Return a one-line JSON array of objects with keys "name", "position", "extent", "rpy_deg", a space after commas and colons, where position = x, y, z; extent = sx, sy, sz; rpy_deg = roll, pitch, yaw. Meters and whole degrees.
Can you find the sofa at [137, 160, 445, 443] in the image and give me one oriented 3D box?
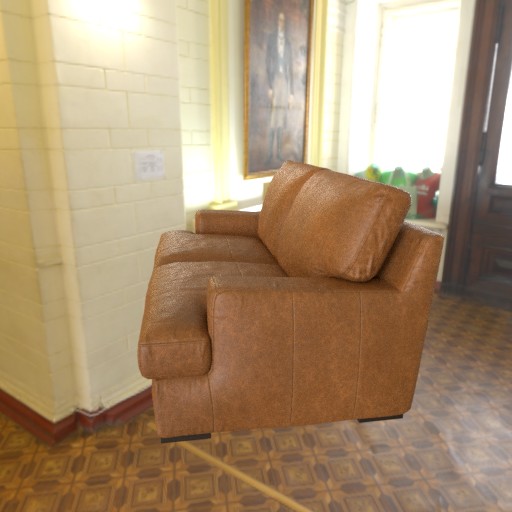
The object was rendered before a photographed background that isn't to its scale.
[{"name": "sofa", "position": [0.000, 0.000, 2.469], "extent": [1.144, 0.966, 1.880], "rpy_deg": [-2, 15, -9]}]
